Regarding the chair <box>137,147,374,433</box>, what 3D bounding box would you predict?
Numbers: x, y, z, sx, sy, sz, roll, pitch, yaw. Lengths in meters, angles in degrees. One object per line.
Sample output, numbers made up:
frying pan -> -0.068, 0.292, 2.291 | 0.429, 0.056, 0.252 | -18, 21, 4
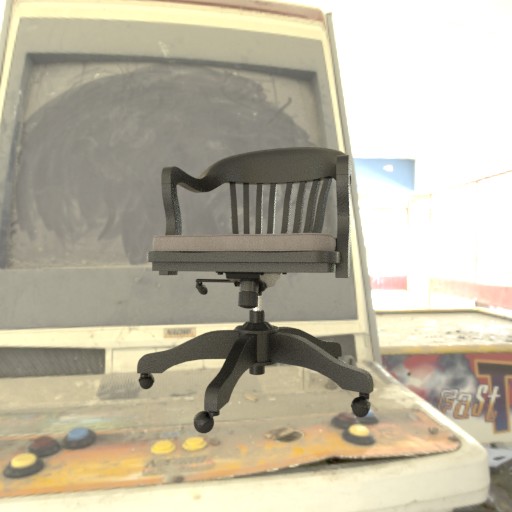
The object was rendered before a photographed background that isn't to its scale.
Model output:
chair -> 0.000, 0.000, 1.446 | 0.750, 0.878, 0.788 | 0, 0, 17
